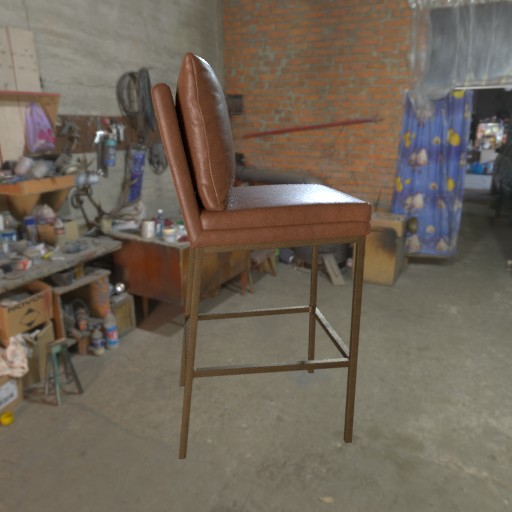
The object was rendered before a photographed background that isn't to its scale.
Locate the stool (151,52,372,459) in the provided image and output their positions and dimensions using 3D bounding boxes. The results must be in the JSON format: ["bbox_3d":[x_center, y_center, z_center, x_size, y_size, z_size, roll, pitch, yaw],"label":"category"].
[{"bbox_3d":[0.000,0.000,1.416,0.571,1.124,0.463,-3,16,-9],"label":"stool"}]
